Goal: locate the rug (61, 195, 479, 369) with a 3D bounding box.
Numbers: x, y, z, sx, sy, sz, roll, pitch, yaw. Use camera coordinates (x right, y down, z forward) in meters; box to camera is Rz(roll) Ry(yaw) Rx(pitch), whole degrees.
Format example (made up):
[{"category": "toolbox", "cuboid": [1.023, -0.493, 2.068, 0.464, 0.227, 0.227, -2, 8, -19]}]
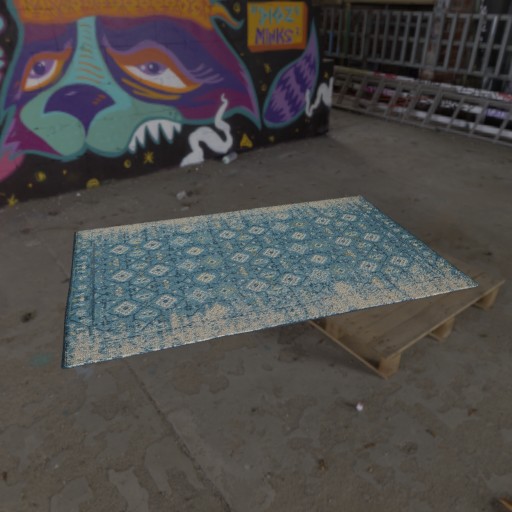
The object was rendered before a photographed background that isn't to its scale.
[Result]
[{"category": "rug", "cuboid": [0.000, 0.000, 3.071, 2.449, 0.015, 1.530, -9, 31, -15]}]
